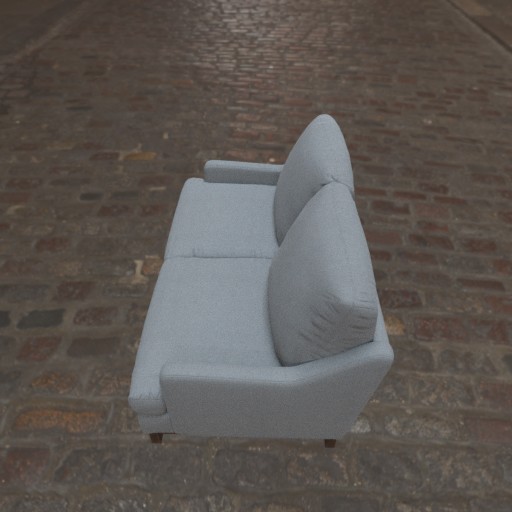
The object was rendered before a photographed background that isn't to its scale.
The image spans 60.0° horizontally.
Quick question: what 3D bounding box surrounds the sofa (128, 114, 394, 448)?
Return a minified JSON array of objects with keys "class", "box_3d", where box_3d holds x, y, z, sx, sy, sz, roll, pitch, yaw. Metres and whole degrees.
[{"class":"sofa","box_3d":[0.000,0.000,2.238,0.987,0.921,1.589,1,42,1]}]
